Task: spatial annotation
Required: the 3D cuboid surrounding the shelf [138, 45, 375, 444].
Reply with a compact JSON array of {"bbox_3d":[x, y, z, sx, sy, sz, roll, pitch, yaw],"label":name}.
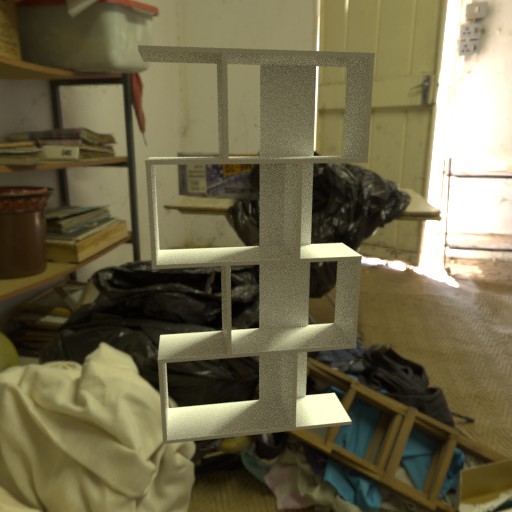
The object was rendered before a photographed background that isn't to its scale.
[{"bbox_3d":[0.000,0.000,1.971,0.890,1.650,0.250,-2,15,-9],"label":"shelf"}]
